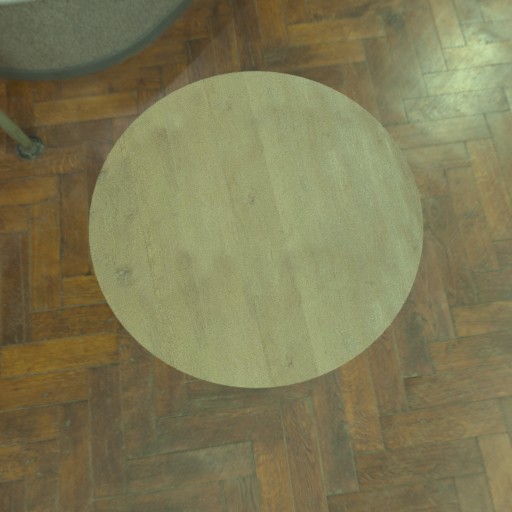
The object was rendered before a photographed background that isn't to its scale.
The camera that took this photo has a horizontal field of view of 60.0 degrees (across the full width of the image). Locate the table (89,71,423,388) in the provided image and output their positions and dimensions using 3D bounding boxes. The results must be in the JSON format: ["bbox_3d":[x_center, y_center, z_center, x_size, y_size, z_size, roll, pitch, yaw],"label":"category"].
[{"bbox_3d":[0.000,0.000,1.439,0.800,0.780,0.800,0,75,0],"label":"table"}]
